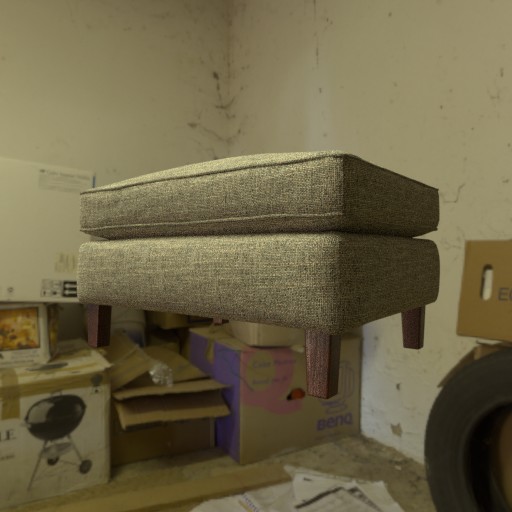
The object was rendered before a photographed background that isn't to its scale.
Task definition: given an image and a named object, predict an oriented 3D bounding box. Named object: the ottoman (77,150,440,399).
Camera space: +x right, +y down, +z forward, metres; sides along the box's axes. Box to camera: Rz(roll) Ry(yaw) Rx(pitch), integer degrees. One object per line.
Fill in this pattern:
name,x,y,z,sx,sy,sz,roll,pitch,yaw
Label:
ottoman,0.000,0.000,0.986,0.686,0.406,0.508,0,0,37
